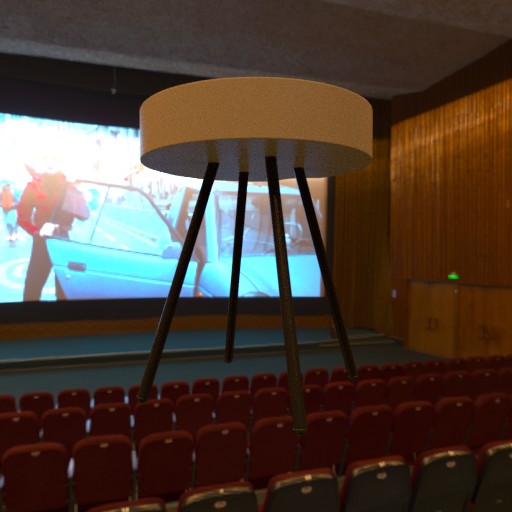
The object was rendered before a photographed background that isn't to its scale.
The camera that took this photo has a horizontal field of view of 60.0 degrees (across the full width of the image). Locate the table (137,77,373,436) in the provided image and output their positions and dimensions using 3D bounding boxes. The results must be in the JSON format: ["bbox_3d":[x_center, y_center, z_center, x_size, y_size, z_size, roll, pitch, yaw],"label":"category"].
[{"bbox_3d":[0.000,0.000,0.858,0.450,0.525,0.450,0,1,0],"label":"table"}]
